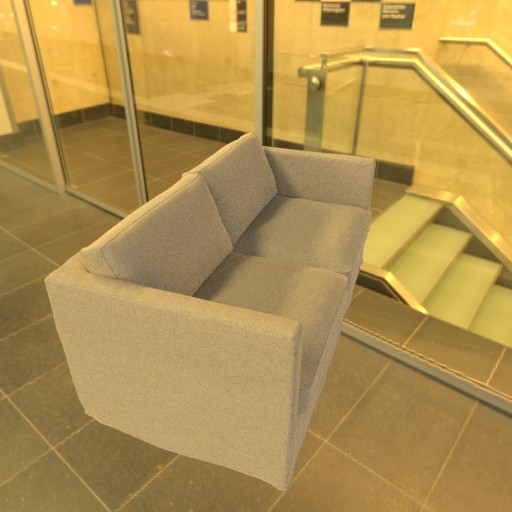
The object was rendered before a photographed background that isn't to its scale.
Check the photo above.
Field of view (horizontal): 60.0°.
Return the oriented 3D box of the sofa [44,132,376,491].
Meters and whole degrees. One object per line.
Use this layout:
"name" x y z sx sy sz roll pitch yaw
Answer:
"sofa" 0.000 0.000 2.234 0.956 0.828 1.766 11 32 18
